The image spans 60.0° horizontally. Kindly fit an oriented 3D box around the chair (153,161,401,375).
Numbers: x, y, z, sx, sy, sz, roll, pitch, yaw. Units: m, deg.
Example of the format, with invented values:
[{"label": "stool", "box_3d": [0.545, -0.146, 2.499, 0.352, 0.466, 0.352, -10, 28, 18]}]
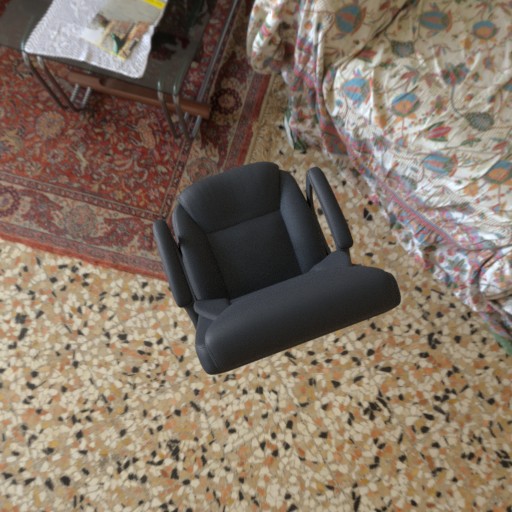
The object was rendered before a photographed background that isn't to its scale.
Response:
[{"label": "chair", "box_3d": [0.000, 0.000, 1.489, 0.615, 1.072, 0.655, -19, 77, -5]}]
